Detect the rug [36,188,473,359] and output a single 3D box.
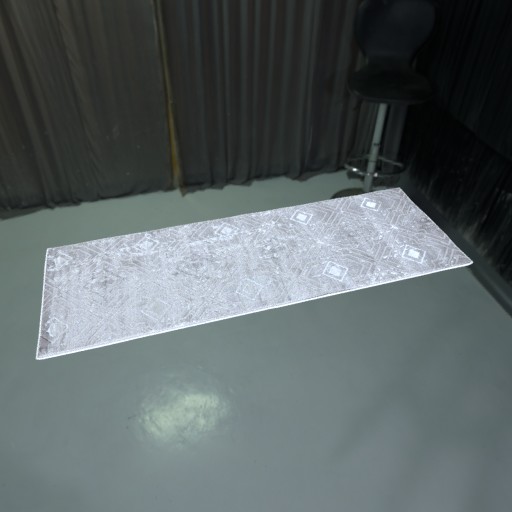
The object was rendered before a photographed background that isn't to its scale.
[{"bbox_3d":[0.000,0.000,2.618,2.381,0.035,0.832,-11,42,-12],"label":"rug"}]
